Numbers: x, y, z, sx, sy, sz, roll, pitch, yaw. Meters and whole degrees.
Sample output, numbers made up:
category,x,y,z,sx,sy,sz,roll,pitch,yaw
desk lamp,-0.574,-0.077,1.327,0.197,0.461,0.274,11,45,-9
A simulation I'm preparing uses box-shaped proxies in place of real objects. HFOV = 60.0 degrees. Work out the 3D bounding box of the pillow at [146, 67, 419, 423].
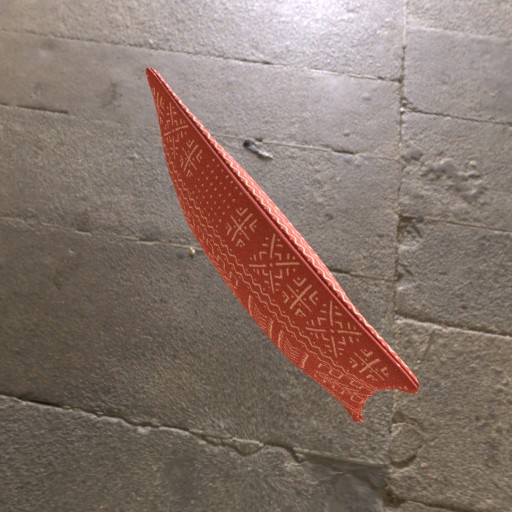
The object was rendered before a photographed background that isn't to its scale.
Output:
category,x,y,z,sx,sy,sz,roll,pitch,yaw
pillow,0.000,0.000,0.768,0.130,0.352,0.640,-33,69,-14
